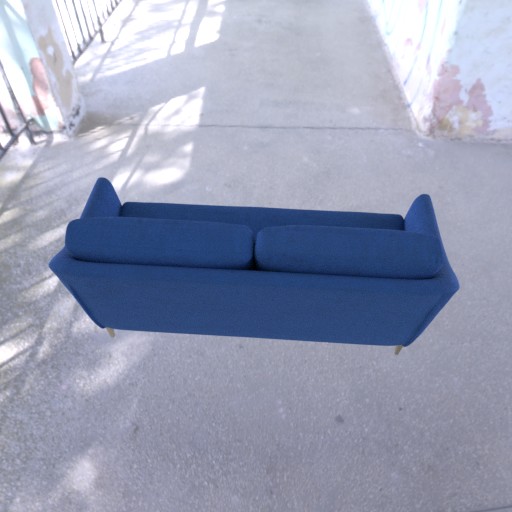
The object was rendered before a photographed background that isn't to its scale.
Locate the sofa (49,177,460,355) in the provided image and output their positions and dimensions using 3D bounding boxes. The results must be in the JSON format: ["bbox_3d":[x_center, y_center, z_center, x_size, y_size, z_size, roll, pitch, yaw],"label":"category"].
[{"bbox_3d":[0.000,0.000,2.503,2.036,0.903,0.960,3,47,3],"label":"sofa"}]
